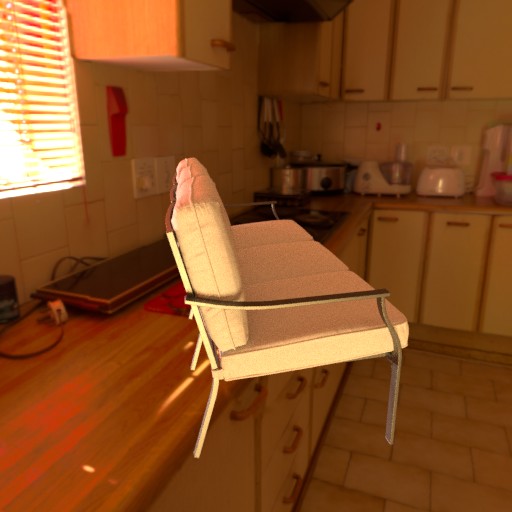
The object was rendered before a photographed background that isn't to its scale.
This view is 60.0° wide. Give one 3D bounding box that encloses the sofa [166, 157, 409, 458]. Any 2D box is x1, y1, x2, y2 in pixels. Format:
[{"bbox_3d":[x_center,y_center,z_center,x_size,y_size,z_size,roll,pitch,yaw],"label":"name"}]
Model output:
[{"bbox_3d":[0.000,0.000,2.158,0.787,0.860,1.740,-3,17,-9],"label":"sofa"}]
